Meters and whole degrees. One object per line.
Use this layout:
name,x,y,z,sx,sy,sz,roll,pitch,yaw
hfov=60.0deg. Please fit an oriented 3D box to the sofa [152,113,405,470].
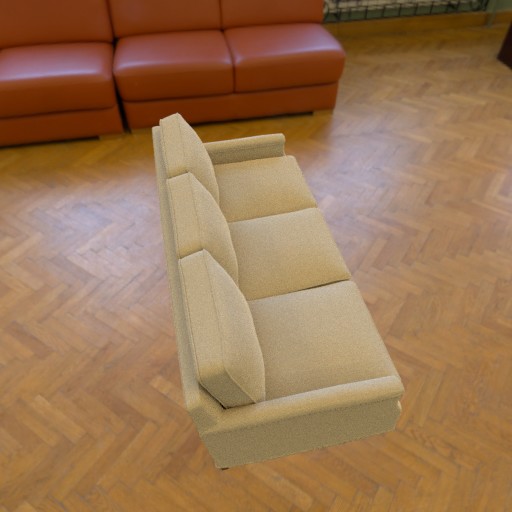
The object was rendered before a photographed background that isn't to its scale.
sofa,0.000,0.000,2.825,1.084,1.003,2.246,-9,48,-8
